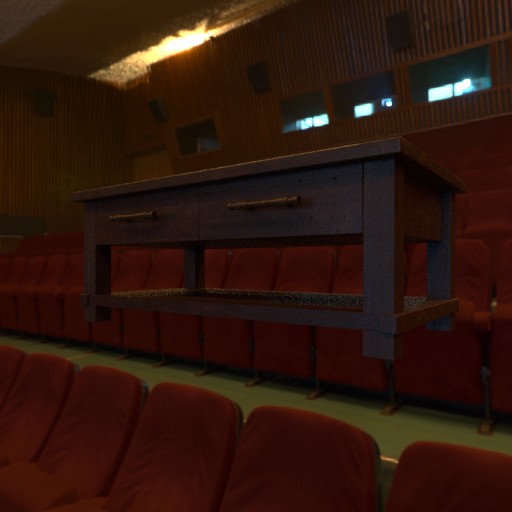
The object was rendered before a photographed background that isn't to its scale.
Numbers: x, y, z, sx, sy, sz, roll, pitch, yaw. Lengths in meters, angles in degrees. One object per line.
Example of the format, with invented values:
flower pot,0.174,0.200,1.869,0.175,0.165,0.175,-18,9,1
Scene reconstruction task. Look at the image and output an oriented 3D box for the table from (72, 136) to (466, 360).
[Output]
table,0.000,0.000,1.598,1.270,0.494,0.700,-1,-1,36
